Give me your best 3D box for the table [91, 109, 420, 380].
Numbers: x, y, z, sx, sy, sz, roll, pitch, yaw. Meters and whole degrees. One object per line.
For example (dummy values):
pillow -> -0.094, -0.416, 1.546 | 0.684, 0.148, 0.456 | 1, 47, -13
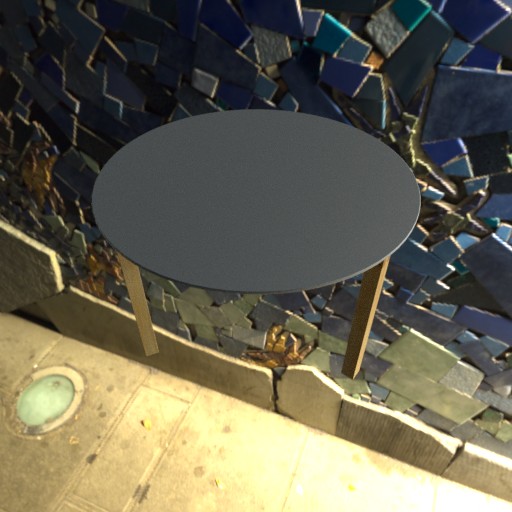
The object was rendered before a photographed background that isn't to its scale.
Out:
table -> 0.000, 0.000, 0.973 | 0.600, 0.405, 0.600 | 0, 42, 0
